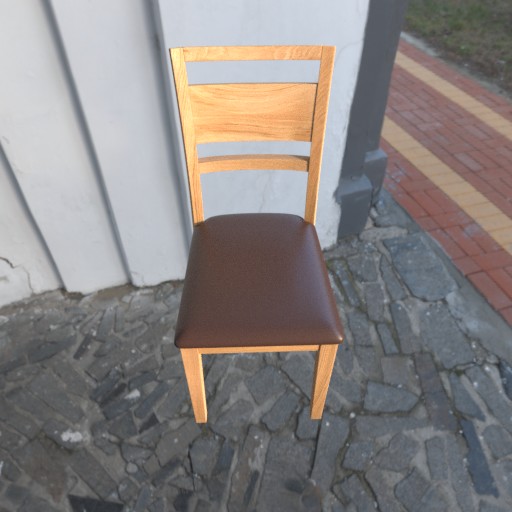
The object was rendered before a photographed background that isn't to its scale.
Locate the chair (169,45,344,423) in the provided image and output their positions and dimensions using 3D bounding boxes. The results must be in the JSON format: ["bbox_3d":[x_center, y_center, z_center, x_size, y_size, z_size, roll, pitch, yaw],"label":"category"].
[{"bbox_3d":[0.000,0.000,1.218,0.420,0.940,0.545,-1,45,-1],"label":"chair"}]
